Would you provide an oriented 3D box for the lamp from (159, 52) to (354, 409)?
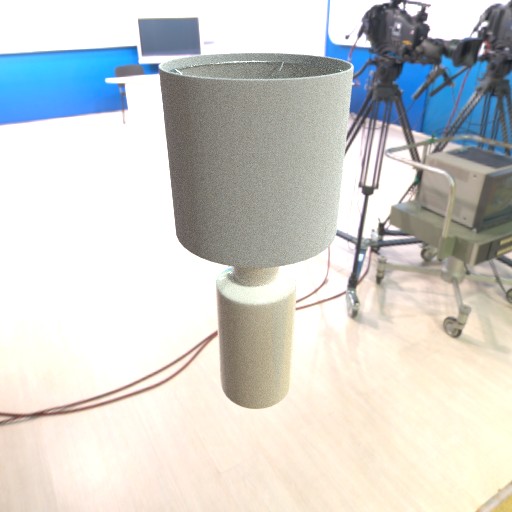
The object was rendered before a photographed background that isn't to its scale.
[{"bbox_3d":[0.000,0.000,0.614,0.212,0.493,0.212,11,32,17],"label":"lamp"}]
